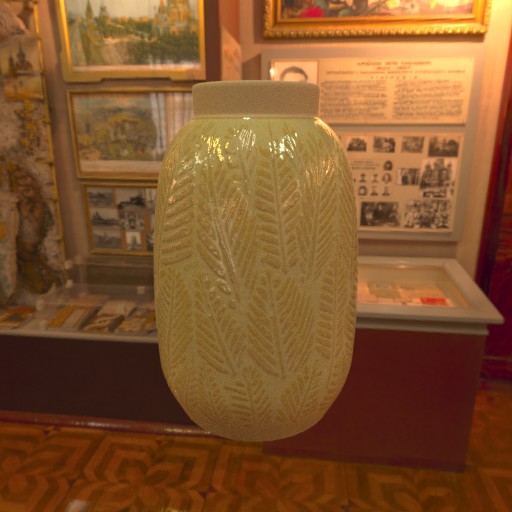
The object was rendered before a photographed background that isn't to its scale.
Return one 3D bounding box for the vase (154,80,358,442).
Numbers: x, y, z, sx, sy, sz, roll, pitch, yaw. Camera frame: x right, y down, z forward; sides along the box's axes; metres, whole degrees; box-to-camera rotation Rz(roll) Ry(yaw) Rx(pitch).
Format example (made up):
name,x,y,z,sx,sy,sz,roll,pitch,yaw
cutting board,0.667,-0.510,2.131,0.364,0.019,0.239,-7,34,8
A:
name,x,y,z,sx,sy,sz,roll,pitch,yaw
vase,0.000,0.000,0.376,0.172,0.270,0.172,0,16,0
